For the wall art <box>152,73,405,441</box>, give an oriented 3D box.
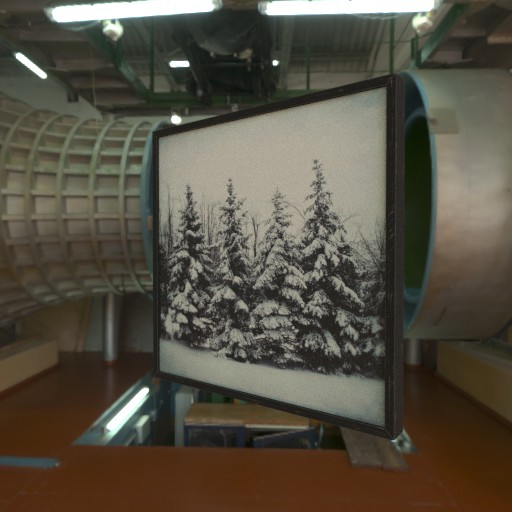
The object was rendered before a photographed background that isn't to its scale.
[{"bbox_3d":[0.000,0.000,0.775,0.506,0.506,0.036,1,1,37],"label":"wall art"}]
